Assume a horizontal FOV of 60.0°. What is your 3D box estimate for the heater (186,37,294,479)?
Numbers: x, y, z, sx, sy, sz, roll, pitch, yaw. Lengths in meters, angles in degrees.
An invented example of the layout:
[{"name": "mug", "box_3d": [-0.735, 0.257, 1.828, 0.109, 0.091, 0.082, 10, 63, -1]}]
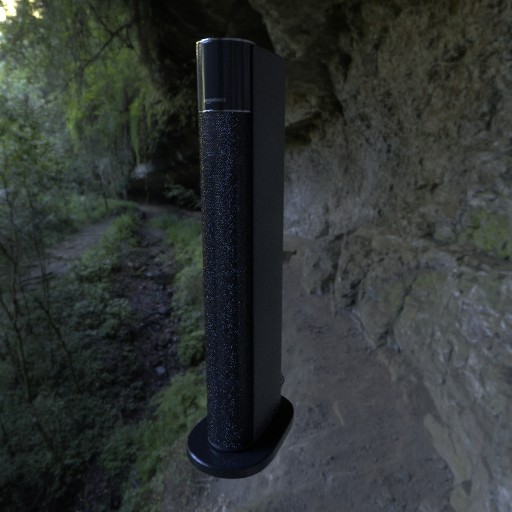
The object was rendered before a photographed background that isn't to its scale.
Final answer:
[{"name": "heater", "box_3d": [0.000, 0.000, 1.026, 0.214, 0.856, 0.458, 7, 16, 26]}]
